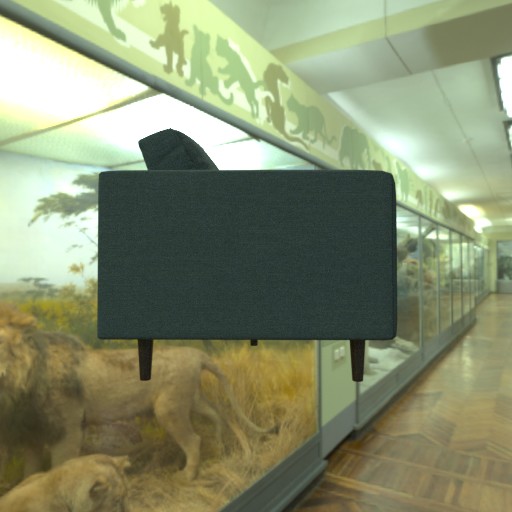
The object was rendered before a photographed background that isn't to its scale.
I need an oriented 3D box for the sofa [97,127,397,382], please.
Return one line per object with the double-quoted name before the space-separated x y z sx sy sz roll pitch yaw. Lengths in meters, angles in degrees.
"sofa" 0.000 0.000 2.251 0.999 0.907 1.659 0 -1 1
